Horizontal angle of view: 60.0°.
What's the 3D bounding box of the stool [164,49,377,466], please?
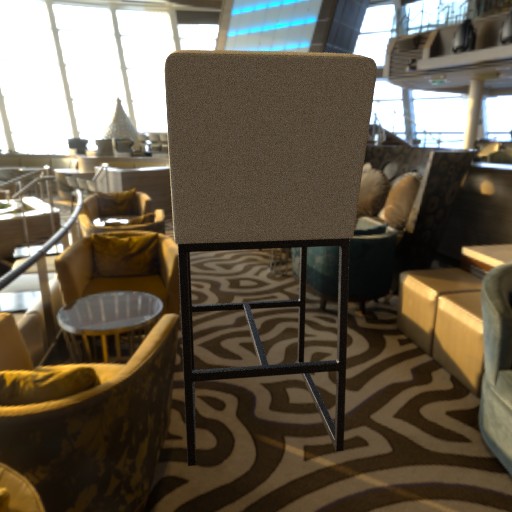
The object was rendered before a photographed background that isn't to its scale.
[{"bbox_3d":[0.000,0.000,1.313,0.460,1.040,0.560,-2,16,-8],"label":"stool"}]
